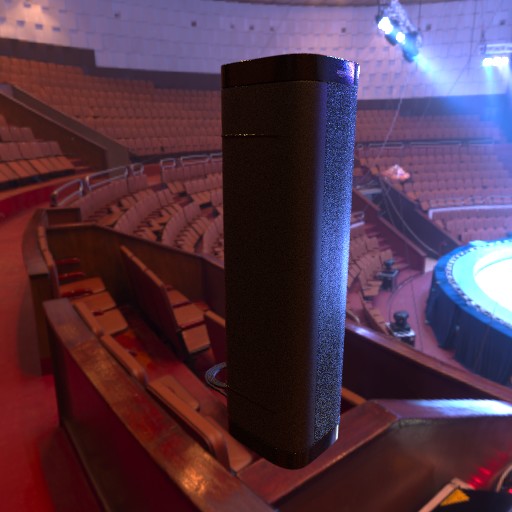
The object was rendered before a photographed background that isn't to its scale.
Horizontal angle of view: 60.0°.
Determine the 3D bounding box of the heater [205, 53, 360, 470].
[{"bbox_3d":[0.000,0.000,0.713,0.312,0.552,0.174,14,20,42],"label":"heater"}]
